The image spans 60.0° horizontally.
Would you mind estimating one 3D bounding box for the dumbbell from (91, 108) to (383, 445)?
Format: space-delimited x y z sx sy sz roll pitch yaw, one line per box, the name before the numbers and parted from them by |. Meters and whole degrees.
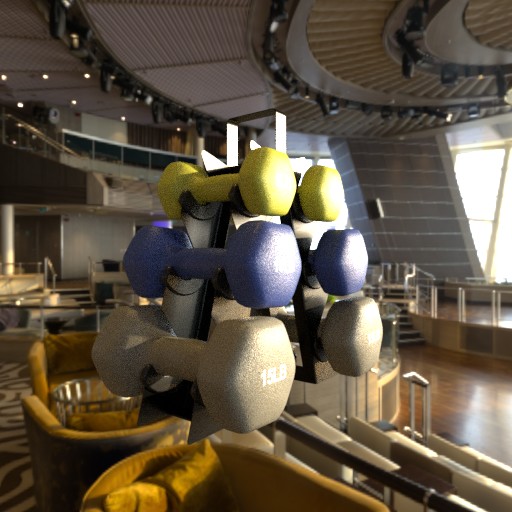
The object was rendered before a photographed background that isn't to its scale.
dumbbell | 0.000 0.000 0.675 0.261 0.426 0.416 0 1 37
